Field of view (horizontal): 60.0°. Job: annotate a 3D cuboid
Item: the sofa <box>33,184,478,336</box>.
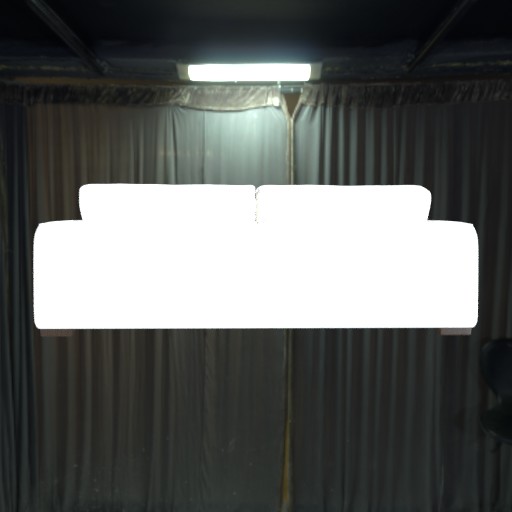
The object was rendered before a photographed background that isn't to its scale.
[{"bbox_3d":[0.000,0.000,2.752,2.262,0.801,1.070,0,1,-1],"label":"sofa"}]
